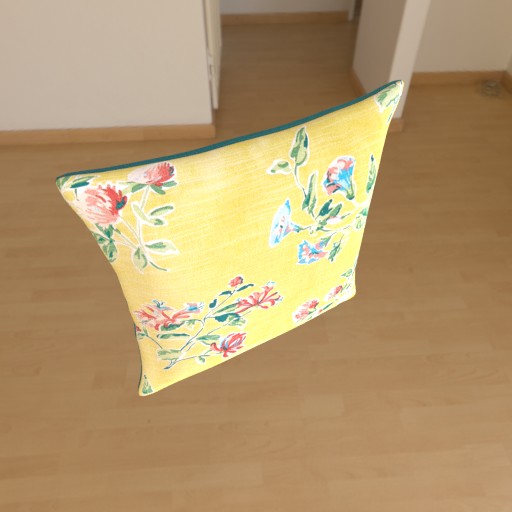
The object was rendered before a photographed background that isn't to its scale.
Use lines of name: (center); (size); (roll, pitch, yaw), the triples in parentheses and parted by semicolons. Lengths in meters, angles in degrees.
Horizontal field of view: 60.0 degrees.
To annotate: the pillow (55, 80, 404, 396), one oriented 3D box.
pillow: (0.000, 0.000, 0.772); (0.525, 0.508, 0.166); (-22, 50, -20)
